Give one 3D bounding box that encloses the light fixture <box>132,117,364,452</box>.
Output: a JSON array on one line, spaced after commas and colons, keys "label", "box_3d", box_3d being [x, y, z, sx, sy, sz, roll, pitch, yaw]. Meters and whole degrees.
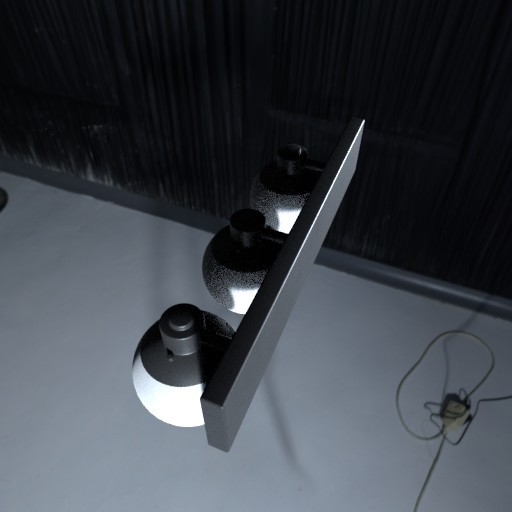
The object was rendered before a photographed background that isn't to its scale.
[{"label": "light fixture", "box_3d": [0.000, 0.000, 0.859, 0.218, 0.263, 0.721, 16, 47, 16]}]
